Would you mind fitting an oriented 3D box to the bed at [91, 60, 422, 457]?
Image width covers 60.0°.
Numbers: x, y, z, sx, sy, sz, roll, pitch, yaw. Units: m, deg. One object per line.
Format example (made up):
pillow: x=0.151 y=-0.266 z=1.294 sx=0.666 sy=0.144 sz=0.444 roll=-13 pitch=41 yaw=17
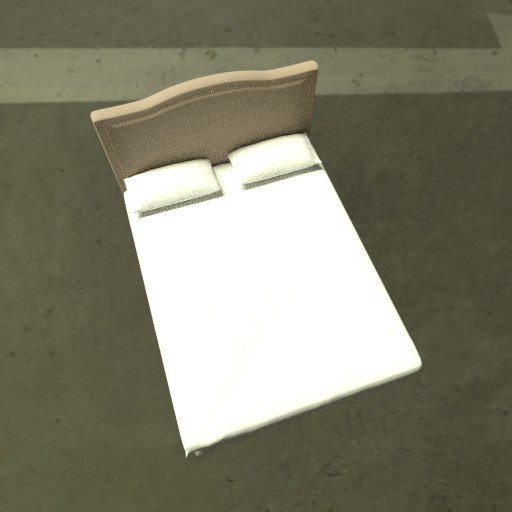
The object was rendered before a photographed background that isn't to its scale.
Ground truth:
bed: x=0.000 y=0.000 z=3.289 sx=1.821 sy=1.436 sz=2.282 roll=-16 pitch=64 yaw=-8
